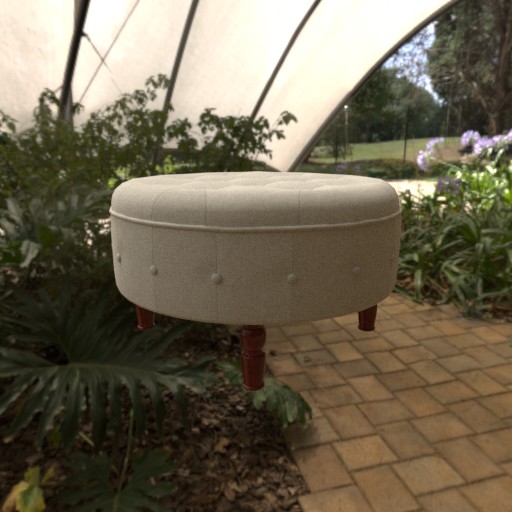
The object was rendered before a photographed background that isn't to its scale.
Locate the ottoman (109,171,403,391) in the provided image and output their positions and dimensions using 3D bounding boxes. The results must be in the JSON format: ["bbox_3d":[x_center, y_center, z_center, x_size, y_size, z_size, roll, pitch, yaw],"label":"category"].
[{"bbox_3d":[0.000,0.000,1.386,0.850,0.483,0.850,0,14,0],"label":"ottoman"}]
